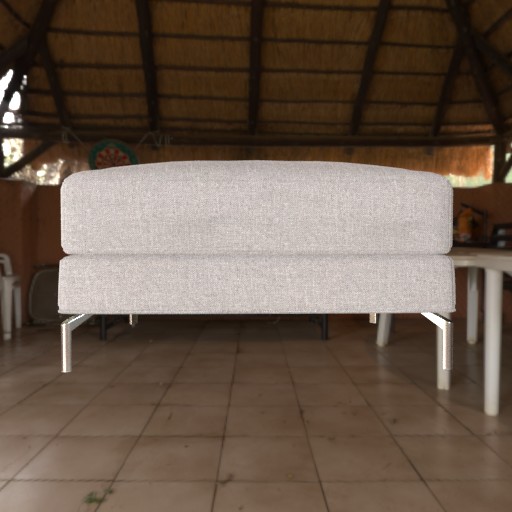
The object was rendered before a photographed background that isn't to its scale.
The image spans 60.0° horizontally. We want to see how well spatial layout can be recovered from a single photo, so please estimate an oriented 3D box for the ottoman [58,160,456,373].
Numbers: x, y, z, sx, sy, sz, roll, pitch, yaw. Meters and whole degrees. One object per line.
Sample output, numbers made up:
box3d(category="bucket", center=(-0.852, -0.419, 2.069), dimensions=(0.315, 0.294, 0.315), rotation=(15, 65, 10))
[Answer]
box3d(category="ottoman", center=(0.000, 0.000, 1.180), dimensions=(0.838, 0.457, 0.584), rotation=(0, 2, -1))
